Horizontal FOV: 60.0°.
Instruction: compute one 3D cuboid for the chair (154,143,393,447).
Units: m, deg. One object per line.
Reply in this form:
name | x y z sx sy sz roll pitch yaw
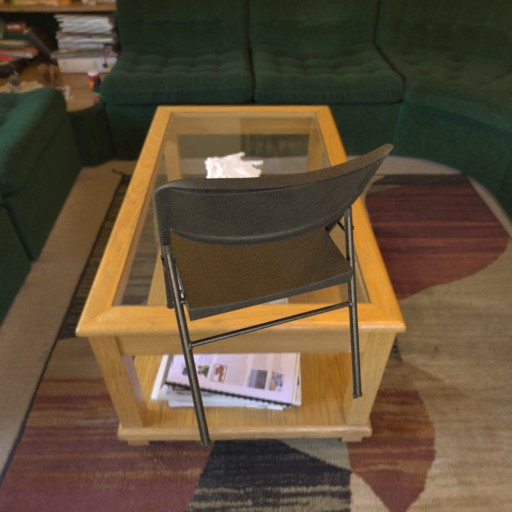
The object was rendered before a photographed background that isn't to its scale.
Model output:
chair | 0.000 0.000 1.188 0.494 0.810 0.566 -12 43 -14
